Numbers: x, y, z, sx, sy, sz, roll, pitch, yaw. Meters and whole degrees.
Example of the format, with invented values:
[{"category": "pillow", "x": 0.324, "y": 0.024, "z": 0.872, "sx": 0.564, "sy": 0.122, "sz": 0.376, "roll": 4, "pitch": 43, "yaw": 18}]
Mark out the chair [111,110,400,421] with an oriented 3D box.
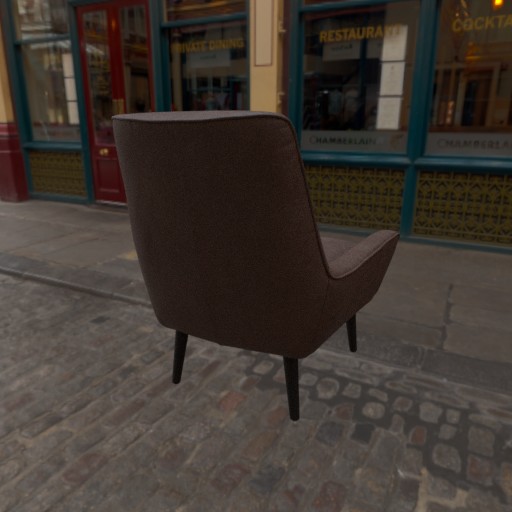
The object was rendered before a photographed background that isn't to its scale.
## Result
[{"category": "chair", "x": 0.000, "y": 0.000, "z": 1.468, "sx": 0.787, "sy": 0.888, "sz": 0.824, "roll": 8, "pitch": 18, "yaw": 26}]
